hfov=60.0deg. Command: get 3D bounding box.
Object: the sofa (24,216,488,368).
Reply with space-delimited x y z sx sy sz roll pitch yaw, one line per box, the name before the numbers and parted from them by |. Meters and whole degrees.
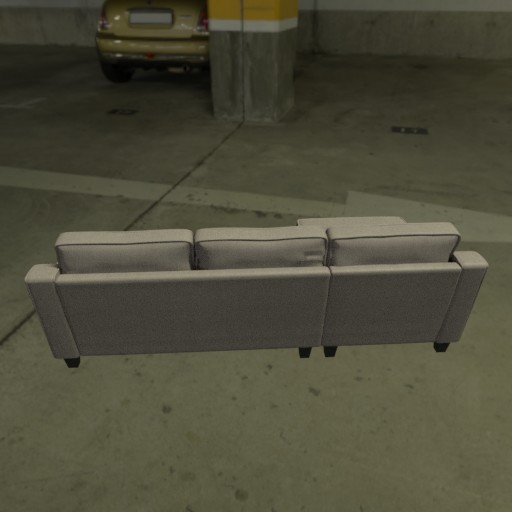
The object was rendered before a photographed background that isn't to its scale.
sofa | 0.000 0.000 3.116 2.561 0.928 1.294 -2 31 -3
